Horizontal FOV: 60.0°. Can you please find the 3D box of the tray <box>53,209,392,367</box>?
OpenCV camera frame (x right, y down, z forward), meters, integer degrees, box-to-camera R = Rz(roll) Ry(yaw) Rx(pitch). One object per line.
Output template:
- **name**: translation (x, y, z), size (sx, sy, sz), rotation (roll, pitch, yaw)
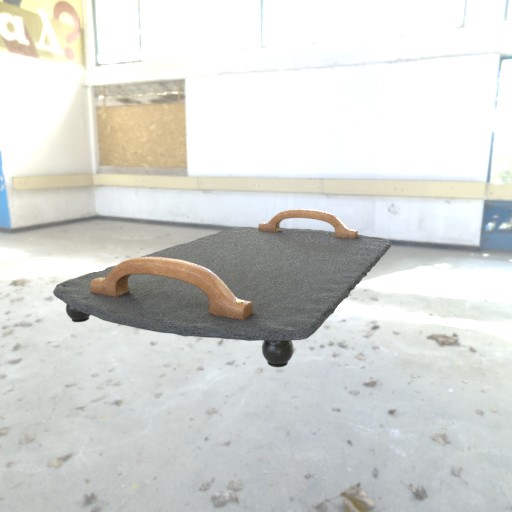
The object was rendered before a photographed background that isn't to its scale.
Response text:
- **tray**: translation (0.000, 0.000, 0.463), size (0.231, 0.062, 0.387), rotation (6, 15, 25)
